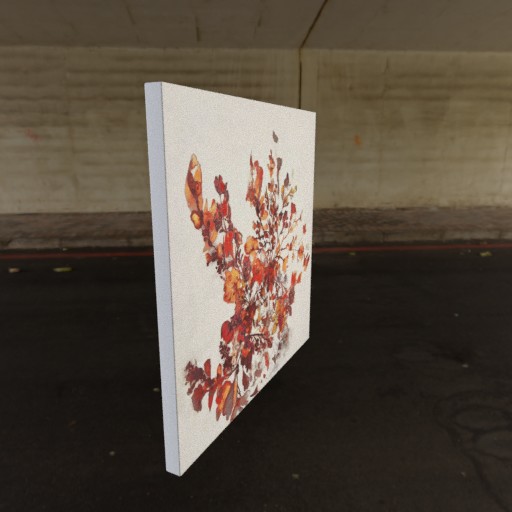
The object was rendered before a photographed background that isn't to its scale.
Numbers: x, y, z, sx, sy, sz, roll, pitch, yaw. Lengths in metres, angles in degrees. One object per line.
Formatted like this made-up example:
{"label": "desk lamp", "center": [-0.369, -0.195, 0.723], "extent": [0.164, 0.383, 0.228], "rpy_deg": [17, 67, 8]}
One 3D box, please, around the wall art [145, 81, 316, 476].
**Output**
{"label": "wall art", "center": [0.000, 0.000, 1.532], "extent": [0.049, 1.009, 1.009], "rpy_deg": [7, 15, 26]}
